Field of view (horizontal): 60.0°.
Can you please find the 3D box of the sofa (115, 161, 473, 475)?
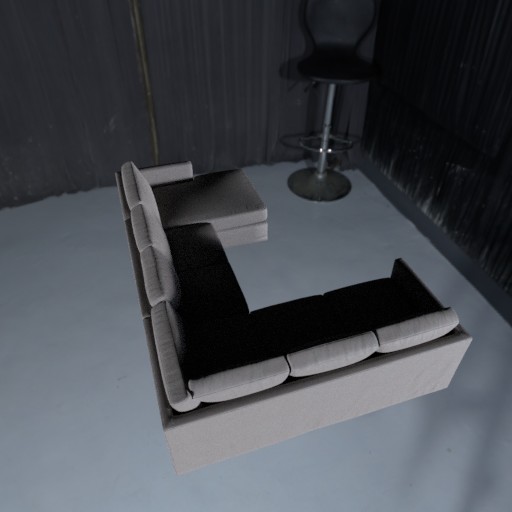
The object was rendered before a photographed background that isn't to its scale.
[{"bbox_3d":[0.000,0.000,4.546,2.427,0.882,3.460,-12,43,-14],"label":"sofa"}]
